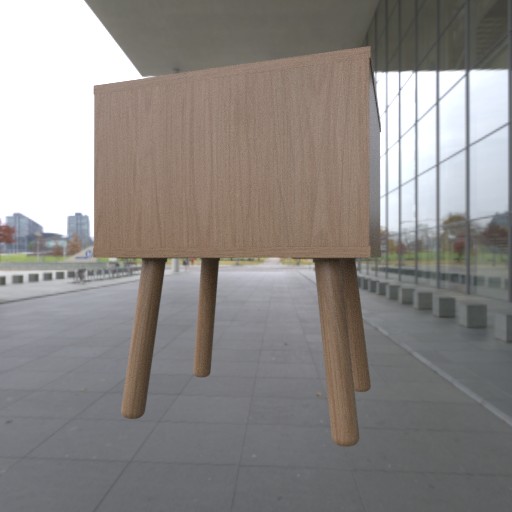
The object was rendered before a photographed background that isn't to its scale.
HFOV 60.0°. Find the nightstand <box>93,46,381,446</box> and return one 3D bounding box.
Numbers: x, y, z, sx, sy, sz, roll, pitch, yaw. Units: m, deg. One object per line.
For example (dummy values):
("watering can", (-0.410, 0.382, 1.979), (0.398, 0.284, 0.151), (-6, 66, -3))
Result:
("nightstand", (0.000, 0.000, 0.853), (0.450, 0.571, 0.380), (0, 0, 18))
